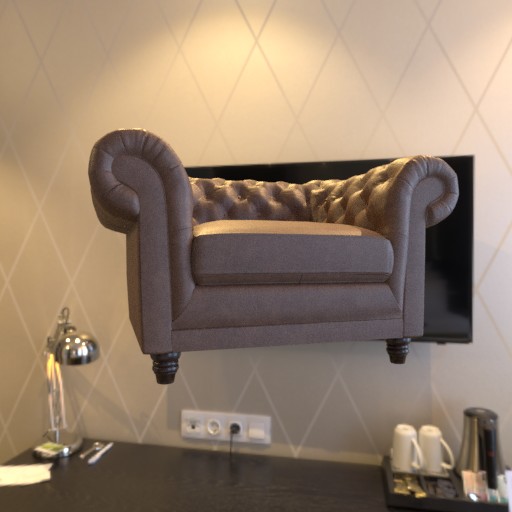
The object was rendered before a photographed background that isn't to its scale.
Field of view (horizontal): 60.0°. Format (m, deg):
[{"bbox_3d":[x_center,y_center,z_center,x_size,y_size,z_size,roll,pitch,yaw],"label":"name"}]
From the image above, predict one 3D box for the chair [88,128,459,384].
[{"bbox_3d":[0.000,0.000,1.860,1.298,0.784,0.954,0,-1,-18],"label":"chair"}]
